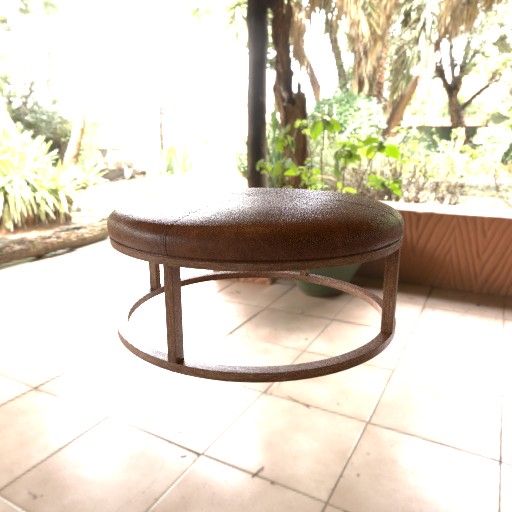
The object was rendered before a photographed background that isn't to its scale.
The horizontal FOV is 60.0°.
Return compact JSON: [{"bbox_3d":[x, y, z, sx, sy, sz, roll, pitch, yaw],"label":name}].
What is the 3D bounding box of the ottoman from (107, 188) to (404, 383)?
[{"bbox_3d":[0.000,0.000,1.604,1.006,0.445,1.006,0,14,0],"label":"ottoman"}]
